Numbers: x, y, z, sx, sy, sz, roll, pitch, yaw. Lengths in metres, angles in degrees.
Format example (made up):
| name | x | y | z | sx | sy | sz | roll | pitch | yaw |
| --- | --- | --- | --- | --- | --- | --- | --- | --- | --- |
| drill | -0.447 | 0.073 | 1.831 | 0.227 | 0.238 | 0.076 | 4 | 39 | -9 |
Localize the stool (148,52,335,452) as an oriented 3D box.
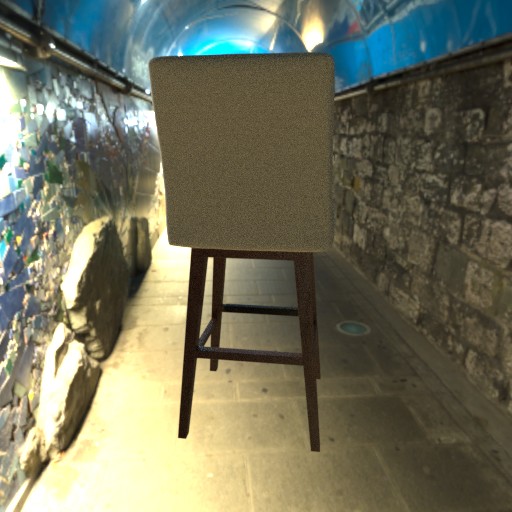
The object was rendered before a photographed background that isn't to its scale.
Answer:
| name | x | y | z | sx | sy | sz | roll | pitch | yaw |
| --- | --- | --- | --- | --- | --- | --- | --- | --- | --- |
| stool | 0.000 | 0.000 | 1.394 | 0.483 | 1.093 | 0.559 | 2 | 15 | 8 |
